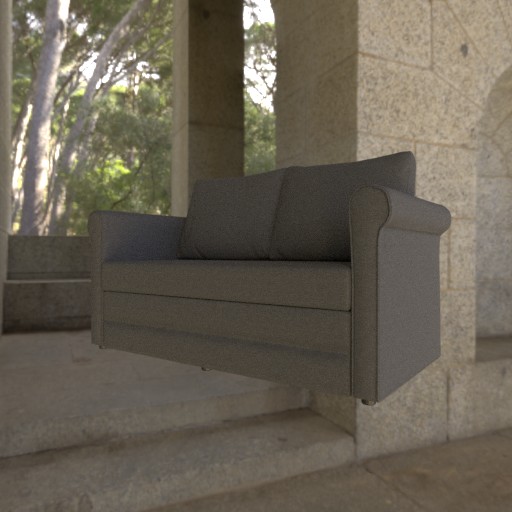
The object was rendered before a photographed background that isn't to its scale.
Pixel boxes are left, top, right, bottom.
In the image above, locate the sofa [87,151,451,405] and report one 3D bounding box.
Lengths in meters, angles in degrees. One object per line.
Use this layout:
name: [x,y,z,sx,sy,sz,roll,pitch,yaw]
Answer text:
sofa: [0.000,0.000,1.960,1.460,0.872,0.741,0,1,36]
